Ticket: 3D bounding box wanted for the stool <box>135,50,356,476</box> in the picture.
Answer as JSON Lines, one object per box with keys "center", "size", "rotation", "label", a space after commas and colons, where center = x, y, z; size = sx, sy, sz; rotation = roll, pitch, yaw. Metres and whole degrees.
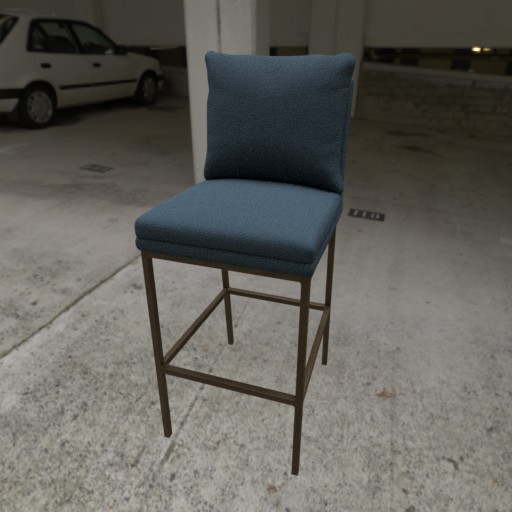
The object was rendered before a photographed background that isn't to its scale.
{"center": [0.000, 0.000, 1.350], "size": [0.463, 1.124, 0.568], "rotation": [9, 28, 17], "label": "stool"}
